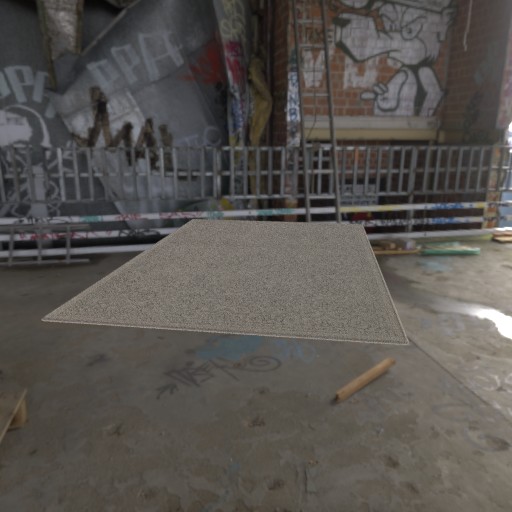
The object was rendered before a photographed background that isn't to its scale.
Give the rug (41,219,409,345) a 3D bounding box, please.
[{"bbox_3d":[0.000,0.000,2.301,1.219,0.010,1.829,2,16,8],"label":"rug"}]
